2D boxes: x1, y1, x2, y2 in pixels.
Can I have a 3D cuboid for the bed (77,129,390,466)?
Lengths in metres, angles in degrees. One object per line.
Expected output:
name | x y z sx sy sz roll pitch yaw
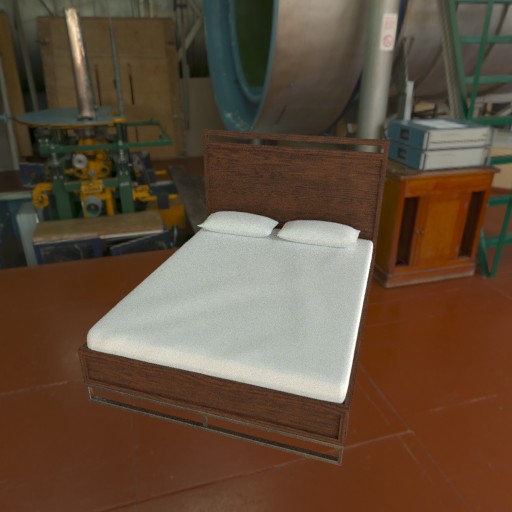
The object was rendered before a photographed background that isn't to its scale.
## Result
bed | 0.000 0.000 3.488 1.765 1.487 2.218 8 27 16
